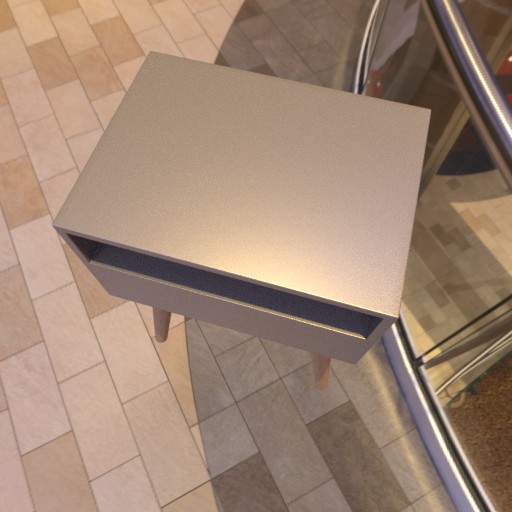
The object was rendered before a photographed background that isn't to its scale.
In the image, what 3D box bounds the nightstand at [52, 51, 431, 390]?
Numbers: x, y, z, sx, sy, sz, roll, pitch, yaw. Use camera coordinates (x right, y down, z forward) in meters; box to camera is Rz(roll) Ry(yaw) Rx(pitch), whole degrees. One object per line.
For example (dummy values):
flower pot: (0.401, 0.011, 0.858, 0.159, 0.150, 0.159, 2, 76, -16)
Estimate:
nightstand: (0.000, 0.000, 0.737, 0.370, 0.508, 0.288, 15, 65, 7)
